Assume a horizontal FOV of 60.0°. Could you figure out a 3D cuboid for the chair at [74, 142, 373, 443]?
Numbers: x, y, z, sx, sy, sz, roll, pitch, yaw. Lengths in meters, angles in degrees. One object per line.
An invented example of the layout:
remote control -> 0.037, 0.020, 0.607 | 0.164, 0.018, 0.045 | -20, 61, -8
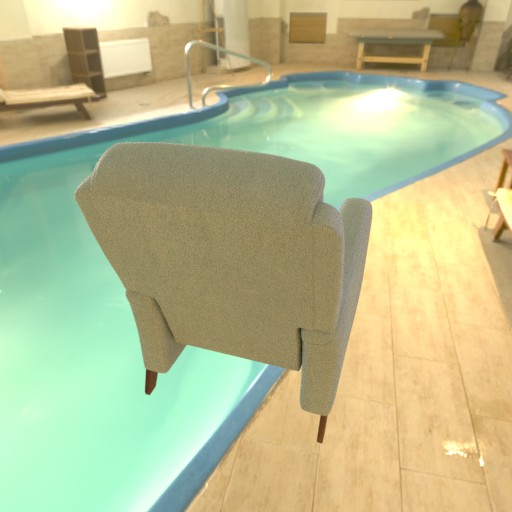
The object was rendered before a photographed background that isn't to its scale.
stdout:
chair -> 0.000, 0.000, 1.691 | 0.785, 1.067, 0.988 | 10, 33, 15
